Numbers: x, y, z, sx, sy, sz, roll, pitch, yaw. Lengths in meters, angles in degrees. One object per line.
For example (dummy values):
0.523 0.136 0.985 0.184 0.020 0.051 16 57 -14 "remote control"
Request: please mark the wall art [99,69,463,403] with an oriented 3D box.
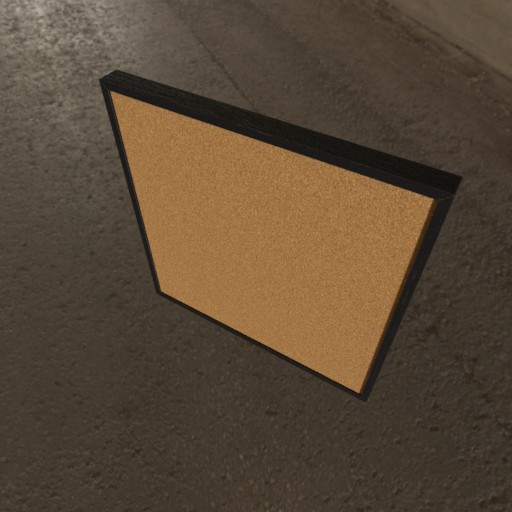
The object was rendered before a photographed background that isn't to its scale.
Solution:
0.000 0.000 0.747 0.506 0.506 0.036 24 52 20 "wall art"
